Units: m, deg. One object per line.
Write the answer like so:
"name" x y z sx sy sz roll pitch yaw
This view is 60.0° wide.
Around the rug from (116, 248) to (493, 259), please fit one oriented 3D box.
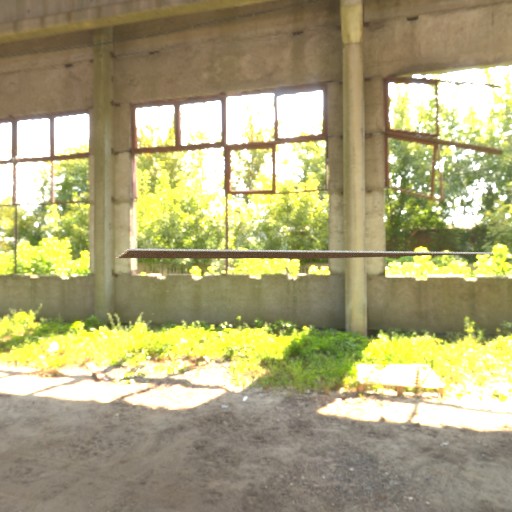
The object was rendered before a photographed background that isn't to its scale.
"rug" 0.000 0.000 4.011 2.363 0.012 2.980 0 -1 -19
